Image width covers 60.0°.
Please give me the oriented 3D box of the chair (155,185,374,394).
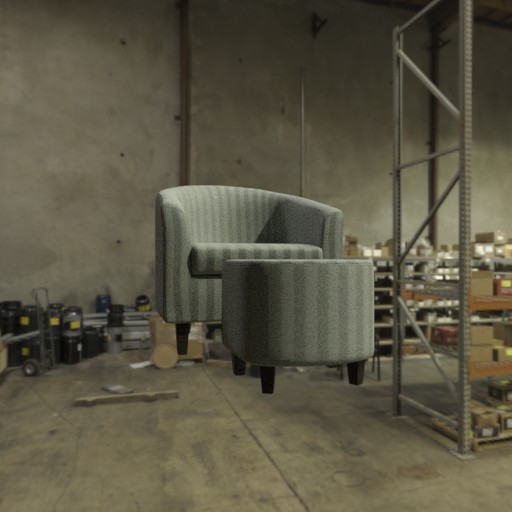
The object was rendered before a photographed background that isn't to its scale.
[{"bbox_3d":[0.000,0.000,1.776,0.756,0.757,1.288,0,0,-18],"label":"chair"}]
